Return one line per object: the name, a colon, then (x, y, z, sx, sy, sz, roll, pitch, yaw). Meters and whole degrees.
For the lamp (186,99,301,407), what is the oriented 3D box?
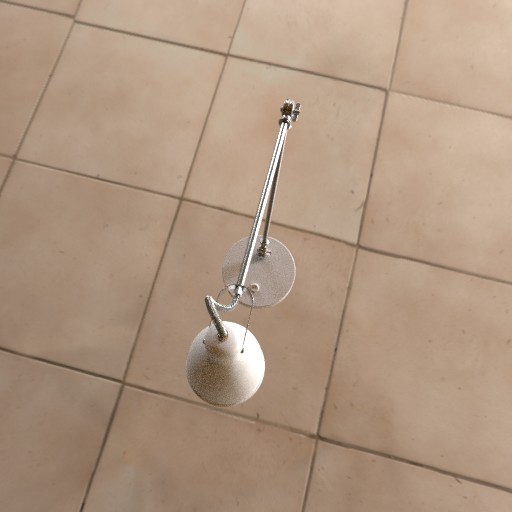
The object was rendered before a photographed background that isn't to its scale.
lamp: (0.000, 0.000, 0.872, 0.187, 0.587, 0.561, 13, 76, 3)
